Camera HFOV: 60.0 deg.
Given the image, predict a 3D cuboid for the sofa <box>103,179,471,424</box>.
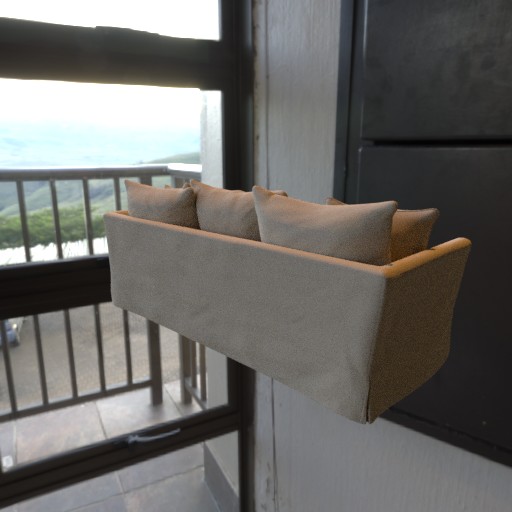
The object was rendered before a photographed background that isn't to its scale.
[{"bbox_3d":[0.000,0.000,3.090,2.499,1.047,1.046,13,19,43],"label":"sofa"}]
